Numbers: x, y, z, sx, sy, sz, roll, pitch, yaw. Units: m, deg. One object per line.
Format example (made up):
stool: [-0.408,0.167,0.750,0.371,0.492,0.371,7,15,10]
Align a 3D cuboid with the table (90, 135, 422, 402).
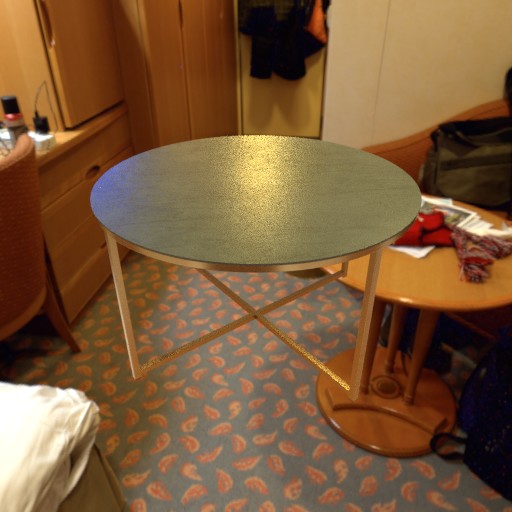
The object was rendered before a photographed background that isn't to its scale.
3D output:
table: [0.000,0.000,1.240,0.800,0.450,0.800,0,31,0]
